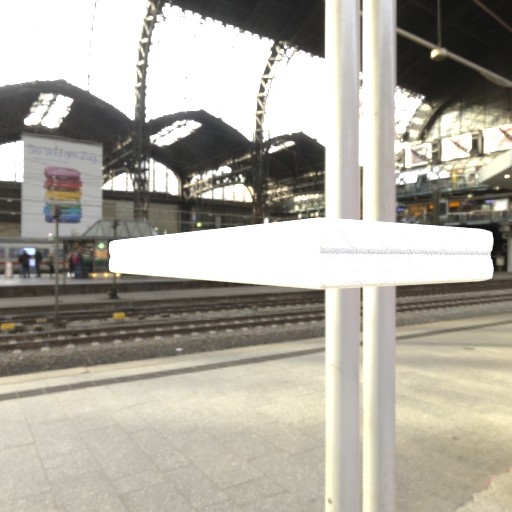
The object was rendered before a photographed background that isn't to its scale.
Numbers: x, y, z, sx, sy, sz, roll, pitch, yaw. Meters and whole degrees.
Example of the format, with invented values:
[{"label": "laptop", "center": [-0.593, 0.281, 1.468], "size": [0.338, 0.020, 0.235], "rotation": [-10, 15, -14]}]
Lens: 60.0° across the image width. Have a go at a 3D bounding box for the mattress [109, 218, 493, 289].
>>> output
[{"label": "mattress", "center": [0.000, 0.000, 2.218], "size": [0.900, 0.200, 1.900], "rotation": [0, 0, -35]}]
